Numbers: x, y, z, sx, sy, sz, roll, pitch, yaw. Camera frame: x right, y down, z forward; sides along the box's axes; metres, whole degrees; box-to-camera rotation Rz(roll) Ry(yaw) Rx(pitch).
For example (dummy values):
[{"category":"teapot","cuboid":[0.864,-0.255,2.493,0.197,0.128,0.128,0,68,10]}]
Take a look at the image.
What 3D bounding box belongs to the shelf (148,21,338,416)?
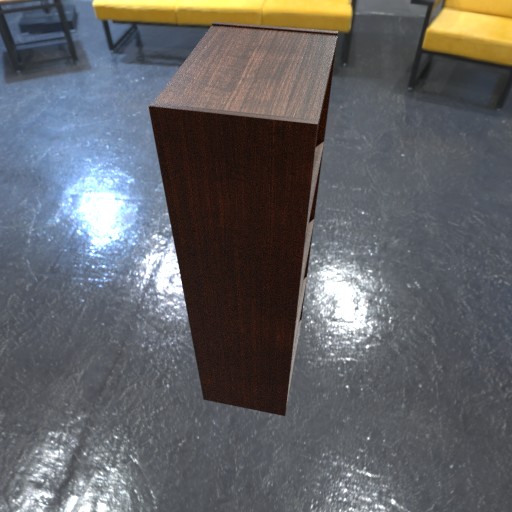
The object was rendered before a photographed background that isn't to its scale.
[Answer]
[{"category":"shelf","cuboid":[0.000,0.000,1.271,0.290,1.099,0.415,9,47,8]}]
